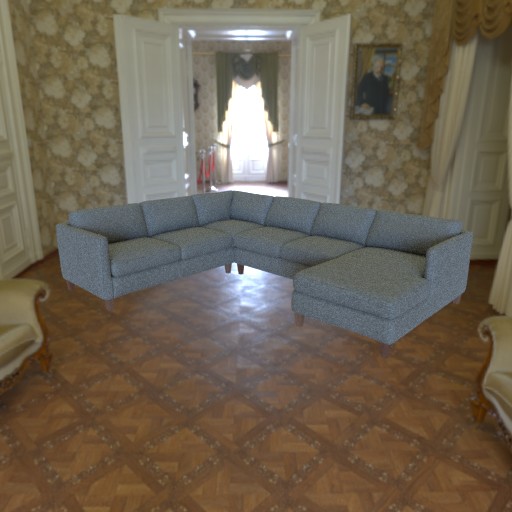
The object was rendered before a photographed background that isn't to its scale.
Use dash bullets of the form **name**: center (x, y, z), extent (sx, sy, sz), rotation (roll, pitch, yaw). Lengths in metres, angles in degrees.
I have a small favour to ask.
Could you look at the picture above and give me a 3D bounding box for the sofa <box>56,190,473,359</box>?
- **sofa**: center (0.000, 0.000, 4.355), extent (3.238, 0.853, 2.551), rotation (14, 21, 41)
